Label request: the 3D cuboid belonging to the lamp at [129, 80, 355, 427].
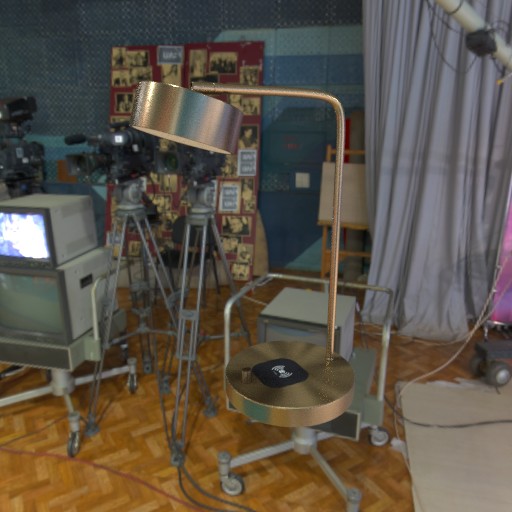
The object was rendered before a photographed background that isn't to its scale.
[{"bbox_3d":[0.000,0.000,0.524,0.270,0.380,0.171,-8,18,-25],"label":"lamp"}]
